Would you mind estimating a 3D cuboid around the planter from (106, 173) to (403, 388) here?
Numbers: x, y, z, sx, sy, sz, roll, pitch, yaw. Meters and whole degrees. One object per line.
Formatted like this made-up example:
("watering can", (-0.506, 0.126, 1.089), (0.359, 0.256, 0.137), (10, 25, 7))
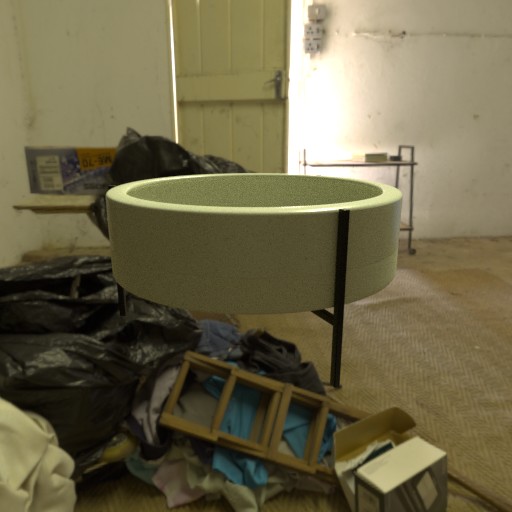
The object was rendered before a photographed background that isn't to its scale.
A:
("planter", (0.000, 0.000, 0.544), (0.336, 0.171, 0.345), (-8, 18, -25))
